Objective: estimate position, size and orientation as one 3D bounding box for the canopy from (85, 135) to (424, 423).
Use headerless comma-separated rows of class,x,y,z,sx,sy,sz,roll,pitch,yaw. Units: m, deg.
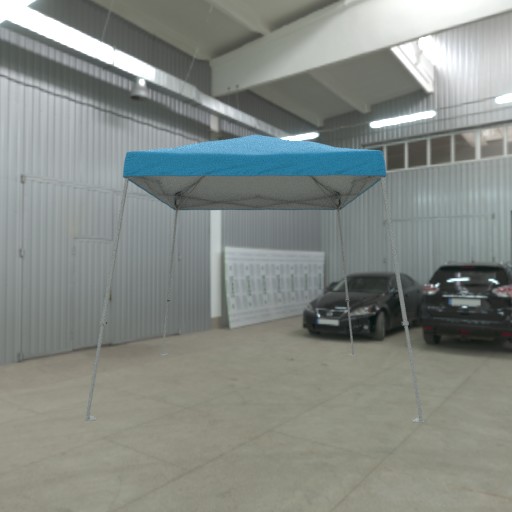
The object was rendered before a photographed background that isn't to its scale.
canopy,0.000,0.000,5.178,2.849,2.850,2.850,0,-1,1
